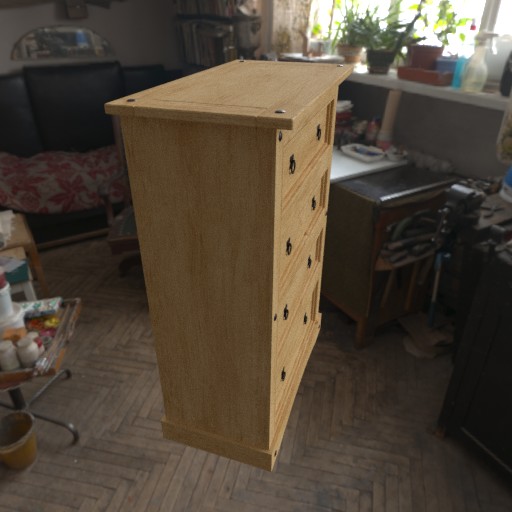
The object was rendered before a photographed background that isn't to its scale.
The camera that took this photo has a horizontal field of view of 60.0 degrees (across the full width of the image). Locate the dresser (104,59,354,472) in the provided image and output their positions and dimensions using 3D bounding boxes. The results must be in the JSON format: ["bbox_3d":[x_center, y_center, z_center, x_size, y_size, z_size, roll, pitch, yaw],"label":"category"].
[{"bbox_3d":[0.000,0.000,1.731,0.485,1.300,0.915,10,32,16],"label":"dresser"}]
